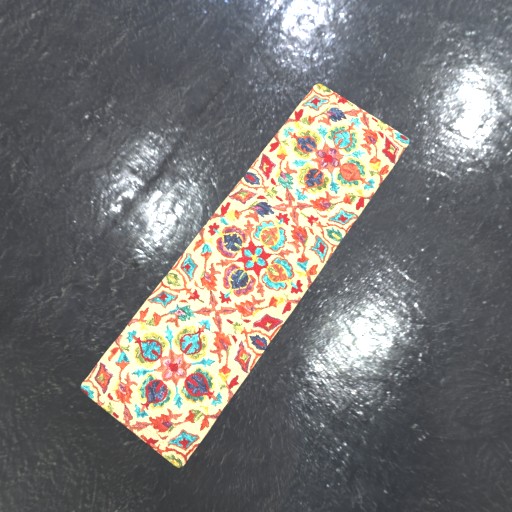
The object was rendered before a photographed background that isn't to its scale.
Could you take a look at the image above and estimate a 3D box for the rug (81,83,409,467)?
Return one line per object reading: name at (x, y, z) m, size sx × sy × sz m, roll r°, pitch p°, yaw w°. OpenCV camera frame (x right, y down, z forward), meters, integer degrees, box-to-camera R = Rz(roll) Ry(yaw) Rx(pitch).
rug at (0.000, 0.000, 2.521) m, size 0.693 × 0.016 × 2.273 m, roll 35°, pitch 79°, yaw 8°
